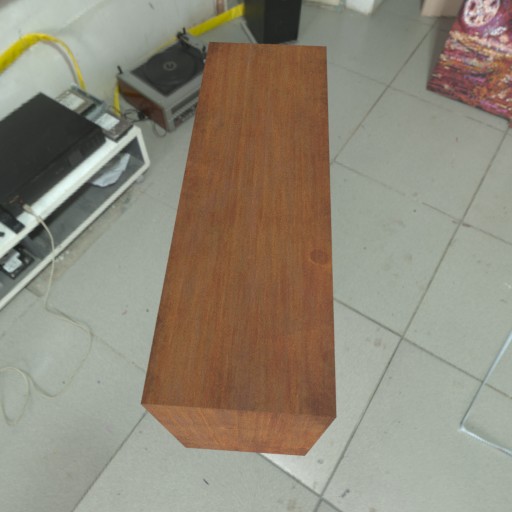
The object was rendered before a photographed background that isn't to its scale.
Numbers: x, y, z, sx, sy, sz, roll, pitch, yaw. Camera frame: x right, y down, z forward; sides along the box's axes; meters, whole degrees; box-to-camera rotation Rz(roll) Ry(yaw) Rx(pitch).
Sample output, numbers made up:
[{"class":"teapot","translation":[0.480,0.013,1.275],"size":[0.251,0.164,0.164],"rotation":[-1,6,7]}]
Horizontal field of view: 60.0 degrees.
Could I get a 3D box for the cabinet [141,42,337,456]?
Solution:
[{"class":"cabinet","translation":[0.000,0.000,1.552],"size":[0.403,0.805,1.204],"rotation":[3,60,2]}]
